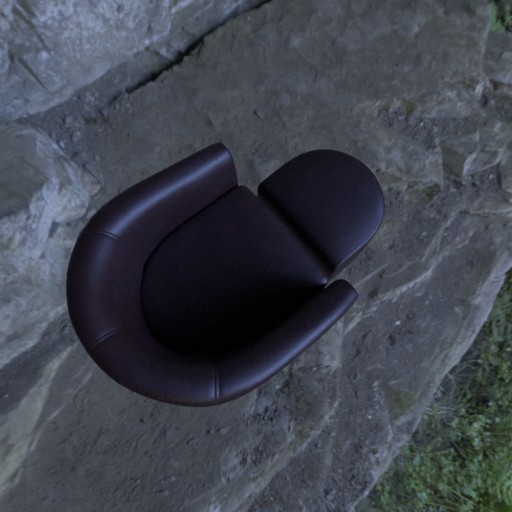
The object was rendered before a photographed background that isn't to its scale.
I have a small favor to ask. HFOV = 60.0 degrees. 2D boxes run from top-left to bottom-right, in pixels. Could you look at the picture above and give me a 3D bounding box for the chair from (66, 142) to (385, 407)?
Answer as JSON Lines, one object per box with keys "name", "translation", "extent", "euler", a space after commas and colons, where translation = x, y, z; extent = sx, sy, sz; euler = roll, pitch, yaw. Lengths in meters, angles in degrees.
{"name": "chair", "translation": [0.000, 0.000, 1.630], "extent": [1.176, 0.755, 0.737], "euler": [-39, 78, -10]}
